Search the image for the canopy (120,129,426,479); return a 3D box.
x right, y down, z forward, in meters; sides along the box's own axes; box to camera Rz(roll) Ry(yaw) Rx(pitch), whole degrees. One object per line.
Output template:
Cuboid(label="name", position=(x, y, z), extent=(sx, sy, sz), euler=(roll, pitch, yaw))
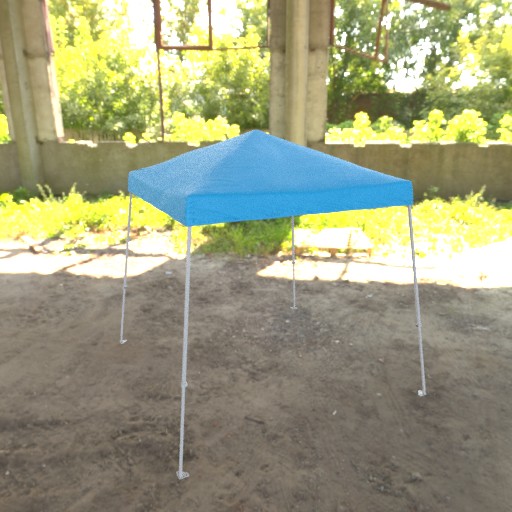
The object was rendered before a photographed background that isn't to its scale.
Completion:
Cuboid(label="canopy", position=(0.000, 0.000, 6.562), extent=(3.599, 3.600, 3.600), euler=(-8, 18, -25))
